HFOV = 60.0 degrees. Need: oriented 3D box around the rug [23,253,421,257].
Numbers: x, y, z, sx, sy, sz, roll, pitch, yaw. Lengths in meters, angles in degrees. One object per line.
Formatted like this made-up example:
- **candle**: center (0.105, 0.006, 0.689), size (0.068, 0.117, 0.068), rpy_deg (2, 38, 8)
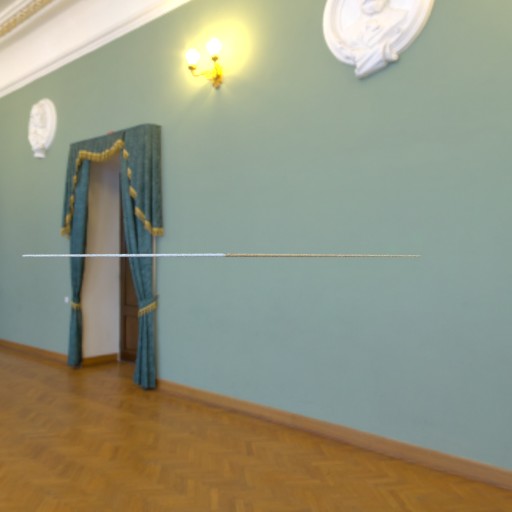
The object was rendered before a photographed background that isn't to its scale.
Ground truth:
- **rug**: center (0.000, 0.000, 3.054), size (1.517, 0.011, 2.435), rpy_deg (0, 0, 36)
